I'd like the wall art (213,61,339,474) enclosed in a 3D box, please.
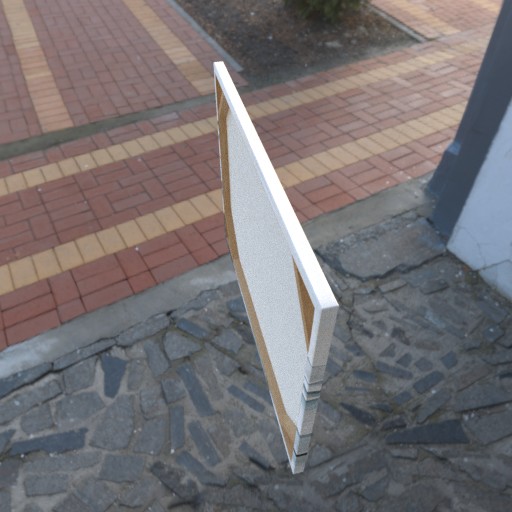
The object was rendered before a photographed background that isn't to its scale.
[{"bbox_3d":[0.000,0.000,1.603,0.039,0.915,1.219,-10,46,-10],"label":"wall art"}]
